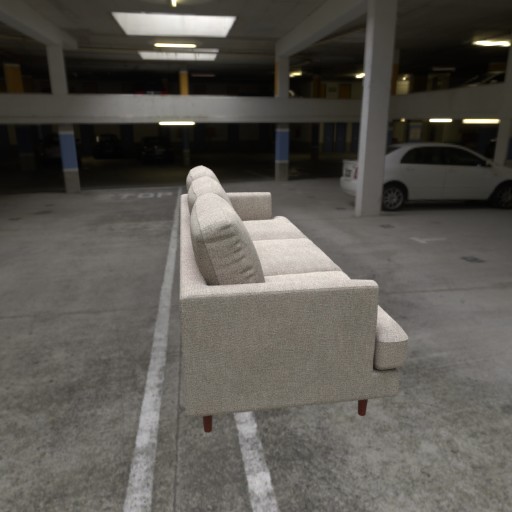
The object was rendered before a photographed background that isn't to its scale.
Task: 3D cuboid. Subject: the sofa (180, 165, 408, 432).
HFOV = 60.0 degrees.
[{"bbox_3d":[0.000,0.000,2.727,0.903,0.930,2.246,-3,17,-9],"label":"sofa"}]
